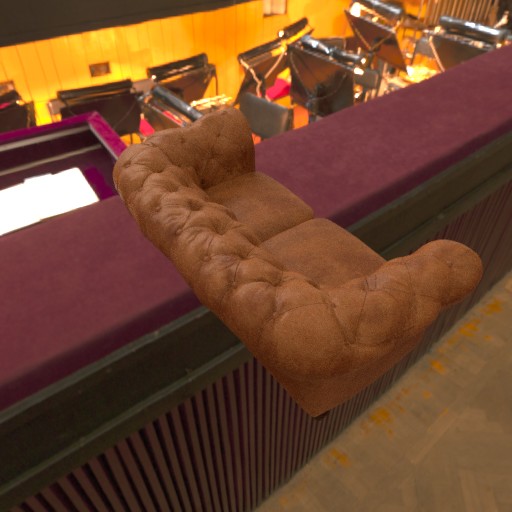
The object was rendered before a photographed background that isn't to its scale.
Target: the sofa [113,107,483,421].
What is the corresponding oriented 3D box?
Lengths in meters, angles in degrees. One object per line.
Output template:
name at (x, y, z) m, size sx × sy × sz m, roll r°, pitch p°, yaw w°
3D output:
sofa at (0.000, 0.000, 2.484) m, size 1.042 × 0.877 × 1.979 m, roll -26°, pitch 48°, yaw -26°
